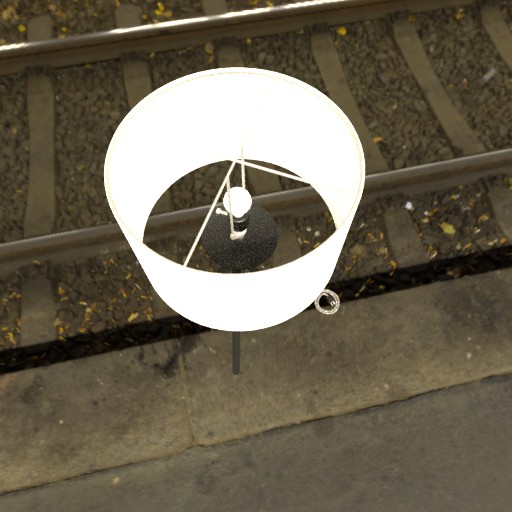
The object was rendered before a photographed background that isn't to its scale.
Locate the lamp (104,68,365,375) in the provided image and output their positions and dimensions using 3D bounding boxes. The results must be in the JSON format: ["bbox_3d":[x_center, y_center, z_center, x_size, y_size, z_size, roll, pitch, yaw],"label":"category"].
[{"bbox_3d":[0.000,0.000,0.916,0.422,0.674,0.353,-31,68,-14],"label":"lamp"}]
